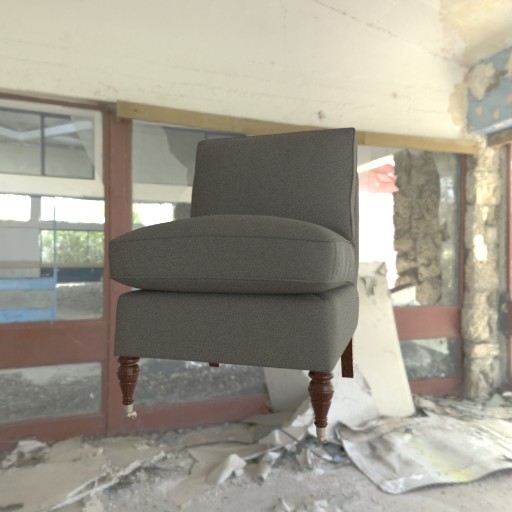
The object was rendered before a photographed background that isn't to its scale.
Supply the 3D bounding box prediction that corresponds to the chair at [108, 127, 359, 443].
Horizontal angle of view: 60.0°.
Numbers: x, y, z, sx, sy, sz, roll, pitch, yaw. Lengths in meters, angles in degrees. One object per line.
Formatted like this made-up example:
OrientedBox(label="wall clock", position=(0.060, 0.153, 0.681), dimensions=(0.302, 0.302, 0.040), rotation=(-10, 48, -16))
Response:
OrientedBox(label="chair", position=(0.000, 0.000, 1.669), dimensions=(0.724, 1.045, 0.924), rotation=(0, 0, 17))
